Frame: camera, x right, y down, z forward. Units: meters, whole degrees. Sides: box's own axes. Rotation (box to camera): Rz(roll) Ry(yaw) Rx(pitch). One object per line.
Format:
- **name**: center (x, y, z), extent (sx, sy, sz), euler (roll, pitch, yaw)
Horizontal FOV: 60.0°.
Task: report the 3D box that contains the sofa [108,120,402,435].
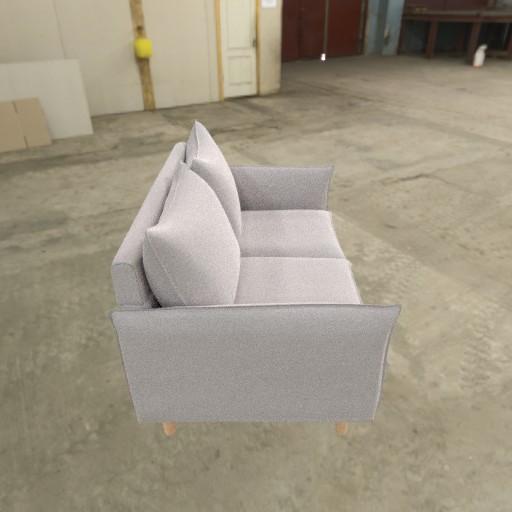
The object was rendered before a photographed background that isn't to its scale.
- **sofa**: center (0.000, 0.000, 1.844), extent (0.820, 0.840, 1.300), euler (0, 30, 0)
